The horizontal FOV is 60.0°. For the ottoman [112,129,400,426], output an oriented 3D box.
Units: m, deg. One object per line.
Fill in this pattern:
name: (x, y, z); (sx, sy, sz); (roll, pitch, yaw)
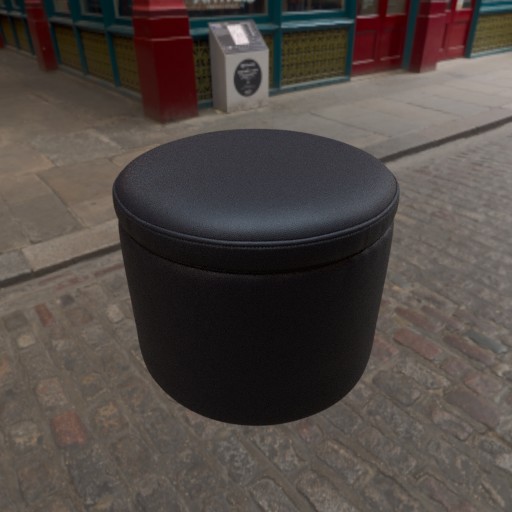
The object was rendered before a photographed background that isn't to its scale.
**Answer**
ottoman: (0.000, 0.000, 0.883); (0.501, 0.409, 0.501); (0, 31, 0)
